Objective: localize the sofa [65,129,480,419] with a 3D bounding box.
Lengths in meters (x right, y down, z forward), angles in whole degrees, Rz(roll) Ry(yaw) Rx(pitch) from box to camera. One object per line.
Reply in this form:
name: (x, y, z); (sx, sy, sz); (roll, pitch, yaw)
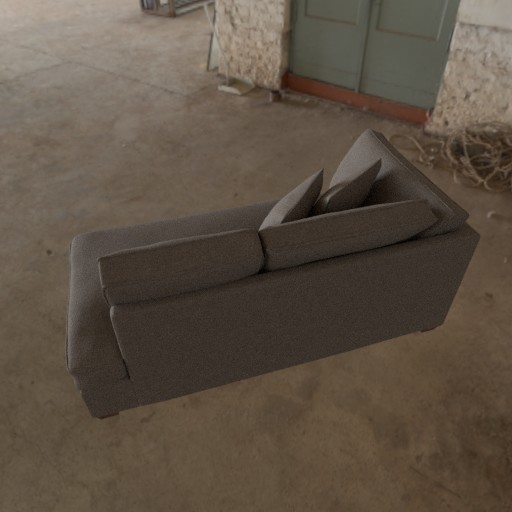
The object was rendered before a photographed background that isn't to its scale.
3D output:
sofa: (0.000, 0.000, 2.733); (2.237, 1.033, 1.110); (-12, 43, -13)
